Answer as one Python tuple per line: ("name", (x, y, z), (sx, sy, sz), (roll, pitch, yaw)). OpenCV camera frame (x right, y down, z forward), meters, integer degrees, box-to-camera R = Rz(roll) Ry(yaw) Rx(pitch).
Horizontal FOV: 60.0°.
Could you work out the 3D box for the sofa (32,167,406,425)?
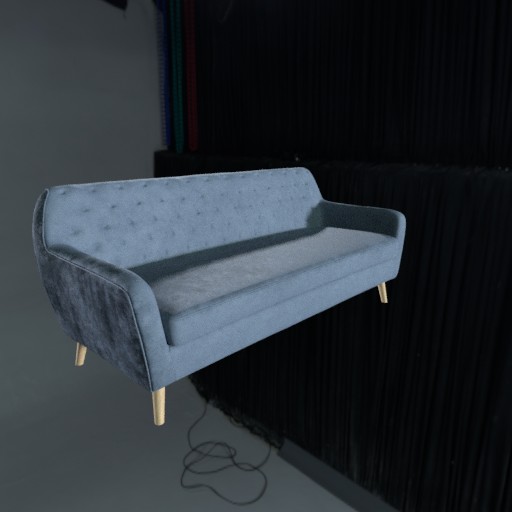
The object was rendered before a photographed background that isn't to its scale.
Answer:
("sofa", (0.000, 0.000, 2.376), (0.841, 0.832, 1.975), (14, 20, 42))
